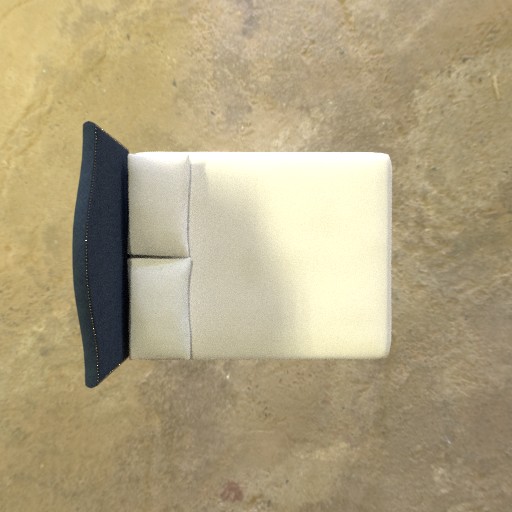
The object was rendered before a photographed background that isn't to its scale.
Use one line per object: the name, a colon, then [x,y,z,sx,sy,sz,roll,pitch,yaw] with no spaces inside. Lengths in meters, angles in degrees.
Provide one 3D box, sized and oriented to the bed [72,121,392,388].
bed: [0.000,0.000,3.293,2.153,1.518,1.713,0,91,-1]
